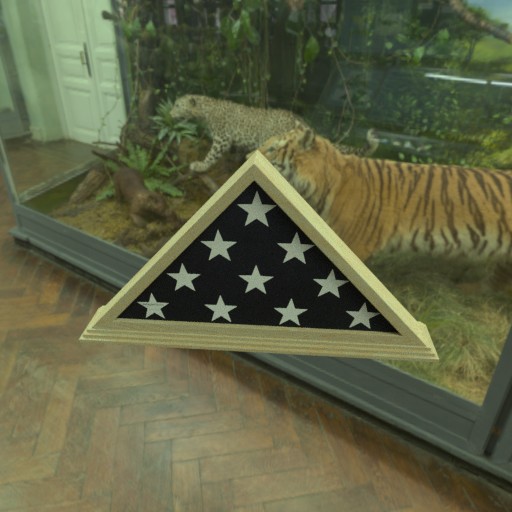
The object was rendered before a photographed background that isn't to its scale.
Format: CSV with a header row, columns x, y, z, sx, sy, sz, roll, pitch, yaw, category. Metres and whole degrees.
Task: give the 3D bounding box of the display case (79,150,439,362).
x,y,z,sx,sy,sz,roll,pitch,yaw,category
0.000,0.000,0.741,0.640,0.340,0.095,2,30,4,display case
